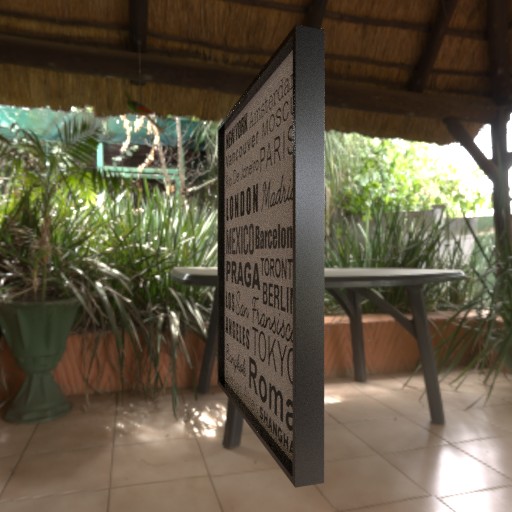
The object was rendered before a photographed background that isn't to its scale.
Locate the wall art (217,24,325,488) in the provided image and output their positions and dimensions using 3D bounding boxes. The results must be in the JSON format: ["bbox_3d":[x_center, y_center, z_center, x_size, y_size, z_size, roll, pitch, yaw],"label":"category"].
[{"bbox_3d":[0.000,0.000,0.746,0.038,0.551,0.448,0,0,-17],"label":"wall art"}]
